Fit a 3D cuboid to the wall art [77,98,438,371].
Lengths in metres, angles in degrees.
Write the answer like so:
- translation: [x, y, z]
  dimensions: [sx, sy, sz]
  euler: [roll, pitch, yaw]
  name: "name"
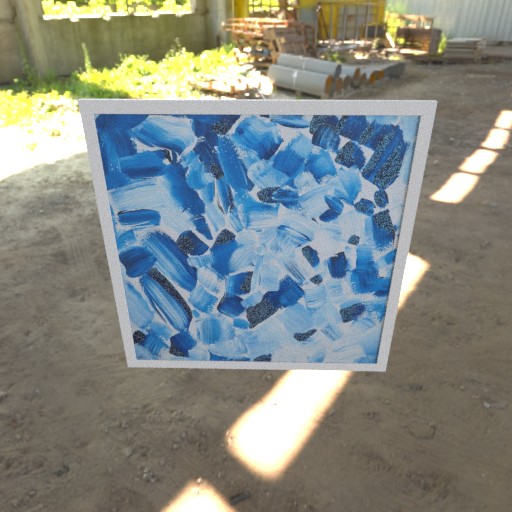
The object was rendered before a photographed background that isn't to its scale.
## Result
- translation: [0.000, 0.000, 1.205]
  dimensions: [0.812, 0.812, 0.015]
  euler: [1, 29, 1]
  name: "wall art"
